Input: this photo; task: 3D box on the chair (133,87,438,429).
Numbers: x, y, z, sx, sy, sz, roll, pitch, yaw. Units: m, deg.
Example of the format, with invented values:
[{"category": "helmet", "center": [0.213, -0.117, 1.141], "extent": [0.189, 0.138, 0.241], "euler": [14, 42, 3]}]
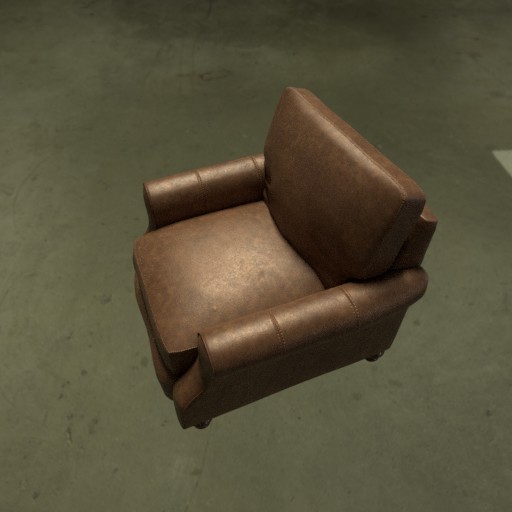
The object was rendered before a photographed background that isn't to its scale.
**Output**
[{"category": "chair", "center": [0.000, 0.000, 1.784], "extent": [1.002, 0.976, 0.996], "euler": [-16, 49, -15]}]
